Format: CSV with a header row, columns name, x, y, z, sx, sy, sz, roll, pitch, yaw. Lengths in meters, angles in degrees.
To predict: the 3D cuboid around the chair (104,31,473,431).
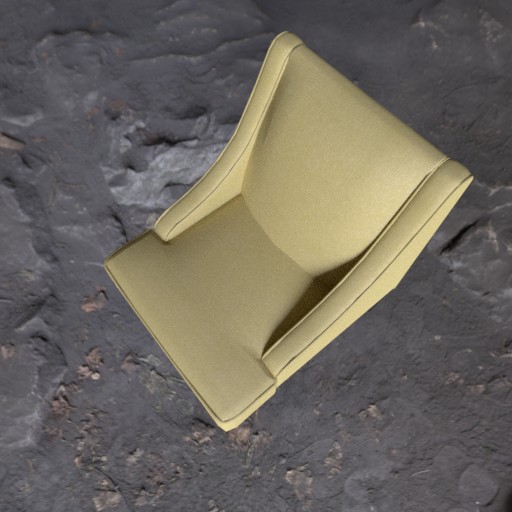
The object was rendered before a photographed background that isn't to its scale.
name,x,y,z,sx,sy,sz,roll,pitch,yaw
chair,0.000,0.000,1.441,0.814,0.896,0.696,-36,68,-17
